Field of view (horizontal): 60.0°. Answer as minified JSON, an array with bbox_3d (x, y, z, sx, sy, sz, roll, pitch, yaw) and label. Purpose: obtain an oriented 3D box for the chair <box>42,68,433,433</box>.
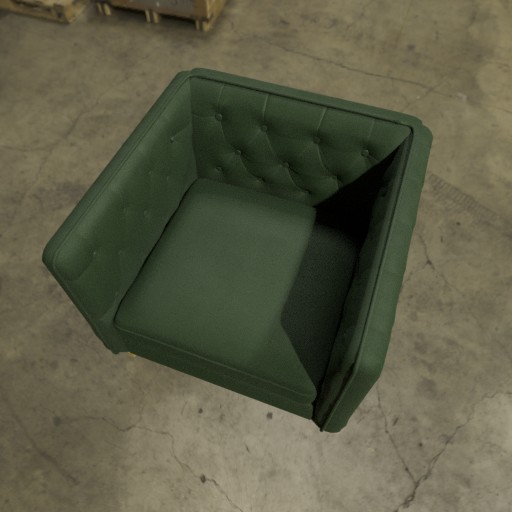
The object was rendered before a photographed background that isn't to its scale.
[{"bbox_3d":[0.000,0.000,1.532,0.917,0.768,0.855,17,58,11],"label":"chair"}]
